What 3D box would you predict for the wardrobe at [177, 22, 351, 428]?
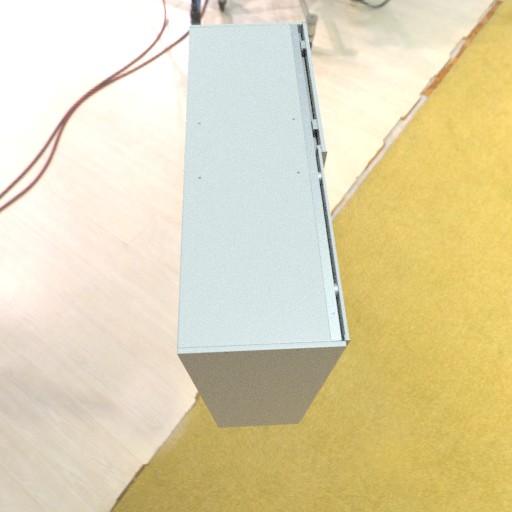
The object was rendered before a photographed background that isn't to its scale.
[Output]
[{"bbox_3d":[0.000,0.000,2.810,0.629,1.960,1.780,-2,62,-1],"label":"wardrobe"}]
